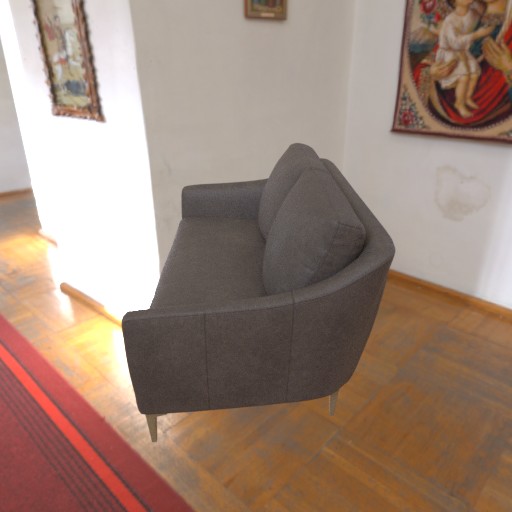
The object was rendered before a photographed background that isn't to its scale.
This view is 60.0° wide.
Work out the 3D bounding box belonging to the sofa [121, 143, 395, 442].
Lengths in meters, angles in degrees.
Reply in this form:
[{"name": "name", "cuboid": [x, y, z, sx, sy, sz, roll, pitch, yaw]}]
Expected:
[{"name": "sofa", "cuboid": [0.000, 0.000, 2.250, 0.960, 0.902, 1.619, -1, 25, -1]}]
